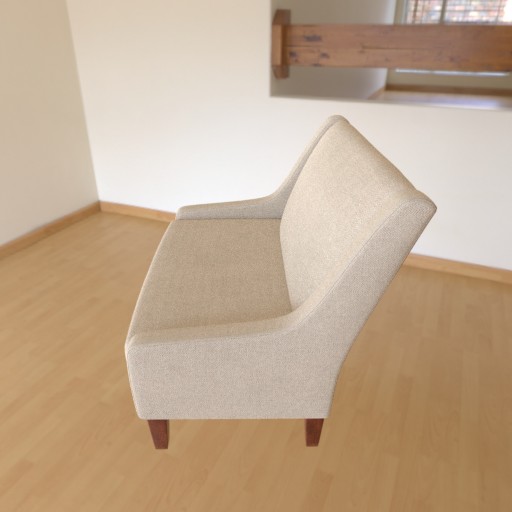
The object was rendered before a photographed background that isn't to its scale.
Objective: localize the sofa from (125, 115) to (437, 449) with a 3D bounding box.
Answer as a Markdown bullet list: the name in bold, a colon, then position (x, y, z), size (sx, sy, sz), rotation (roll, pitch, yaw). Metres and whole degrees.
- **sofa**: position (0.000, 0.000, 1.909), size (0.946, 0.976, 1.212), rotation (-1, 28, -1)
